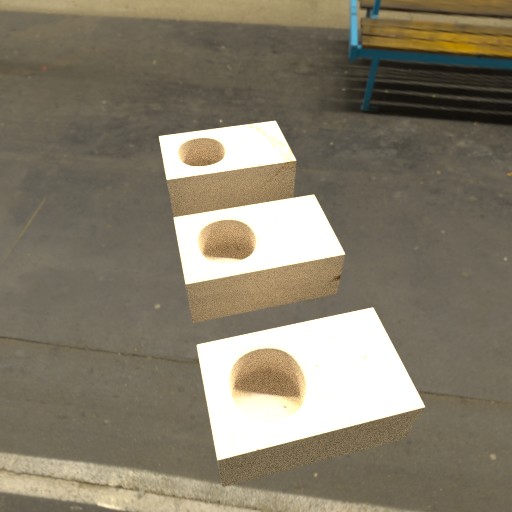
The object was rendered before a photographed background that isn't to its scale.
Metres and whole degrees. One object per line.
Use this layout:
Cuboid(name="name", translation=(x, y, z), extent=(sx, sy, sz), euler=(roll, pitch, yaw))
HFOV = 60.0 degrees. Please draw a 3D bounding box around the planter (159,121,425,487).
Cuboid(name="planter", translation=(0.000, 0.000, 0.383), extent=(0.127, 0.051, 0.333), euler=(-10, 48, -9))
